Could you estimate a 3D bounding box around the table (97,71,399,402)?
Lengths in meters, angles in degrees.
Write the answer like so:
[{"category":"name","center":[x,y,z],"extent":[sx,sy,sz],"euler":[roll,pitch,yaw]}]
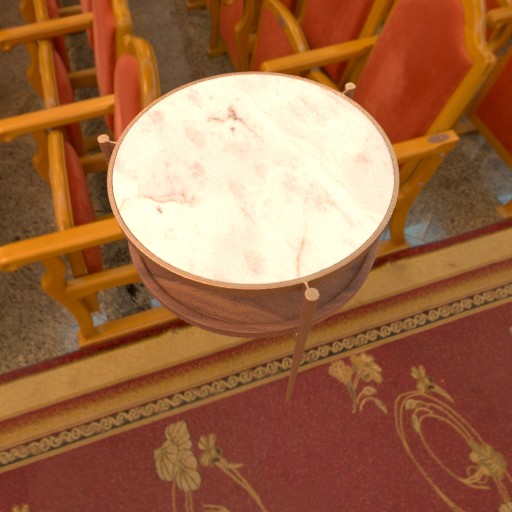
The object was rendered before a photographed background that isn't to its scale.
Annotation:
[{"category":"table","center":[0.000,0.000,0.848],"extent":[0.430,0.493,0.456],"euler":[-15,59,-9]}]
